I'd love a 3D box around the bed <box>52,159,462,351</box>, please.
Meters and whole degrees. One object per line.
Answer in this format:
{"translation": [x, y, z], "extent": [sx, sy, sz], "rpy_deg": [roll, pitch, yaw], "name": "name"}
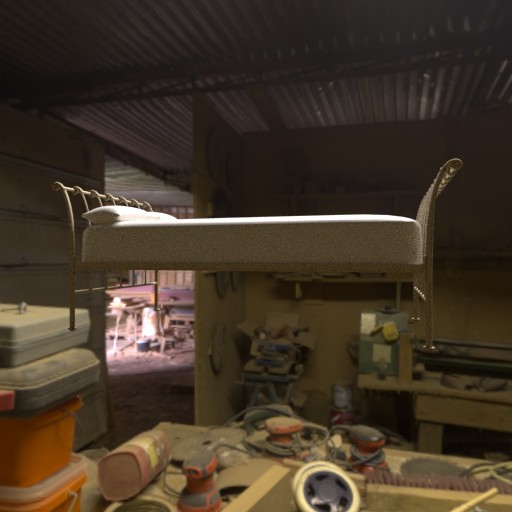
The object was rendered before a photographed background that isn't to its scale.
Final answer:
{"translation": [0.000, 0.000, 2.779], "extent": [2.228, 0.873, 1.032], "rpy_deg": [0, 0, 17], "name": "bed"}
